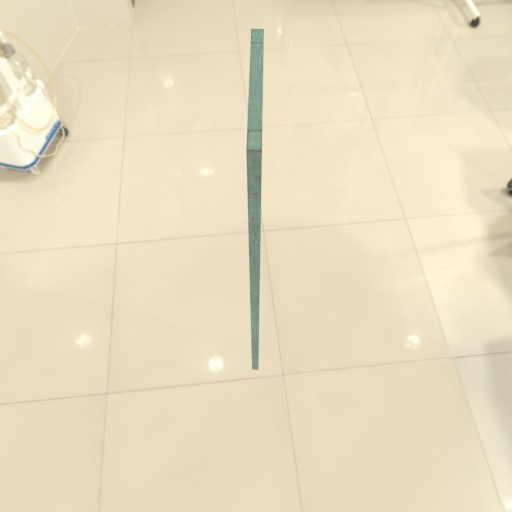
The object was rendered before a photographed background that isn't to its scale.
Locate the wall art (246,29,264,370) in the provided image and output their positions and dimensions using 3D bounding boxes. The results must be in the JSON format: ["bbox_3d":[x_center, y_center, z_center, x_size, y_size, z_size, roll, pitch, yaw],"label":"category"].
[{"bbox_3d":[0.000,0.000,1.322,0.025,1.219,0.329,1,59,1],"label":"wall art"}]
